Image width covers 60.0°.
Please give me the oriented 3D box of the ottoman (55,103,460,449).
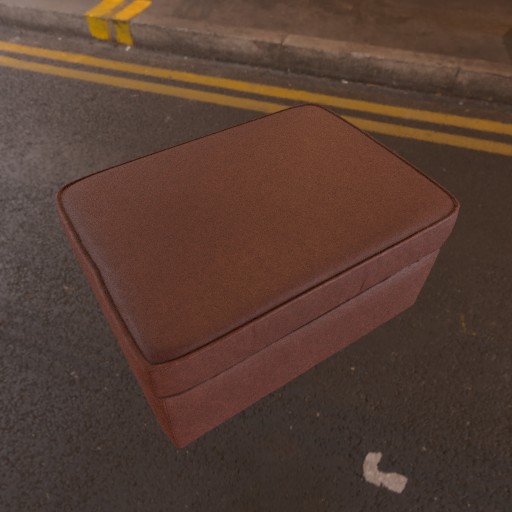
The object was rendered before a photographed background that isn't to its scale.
[{"bbox_3d":[0.000,0.000,1.084,0.749,0.449,0.548,-25,52,-21],"label":"ottoman"}]
